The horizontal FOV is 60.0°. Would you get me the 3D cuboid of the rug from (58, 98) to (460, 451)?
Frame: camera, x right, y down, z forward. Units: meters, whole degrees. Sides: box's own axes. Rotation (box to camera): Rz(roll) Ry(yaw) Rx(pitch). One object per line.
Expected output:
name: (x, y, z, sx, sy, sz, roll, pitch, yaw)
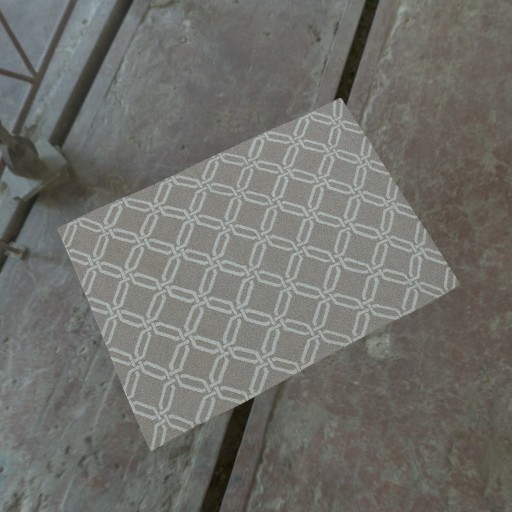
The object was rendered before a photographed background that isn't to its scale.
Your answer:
rug: (0.000, 0.000, 2.829, 2.135, 0.013, 1.524, -26, 76, -7)
